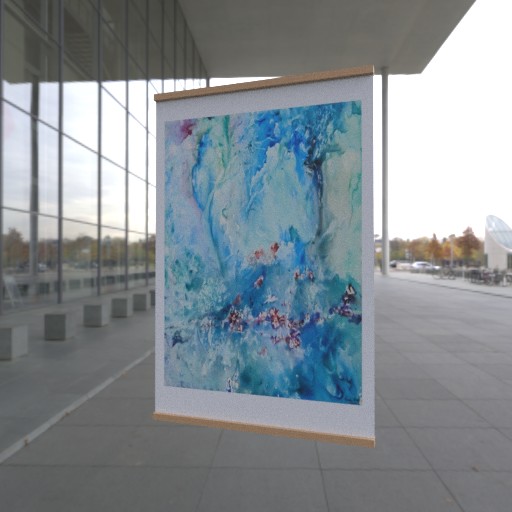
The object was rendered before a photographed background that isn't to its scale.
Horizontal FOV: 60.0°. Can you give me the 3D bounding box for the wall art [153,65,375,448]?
[{"bbox_3d":[0.000,0.000,0.777,0.401,0.611,0.016,0,-1,18],"label":"wall art"}]
